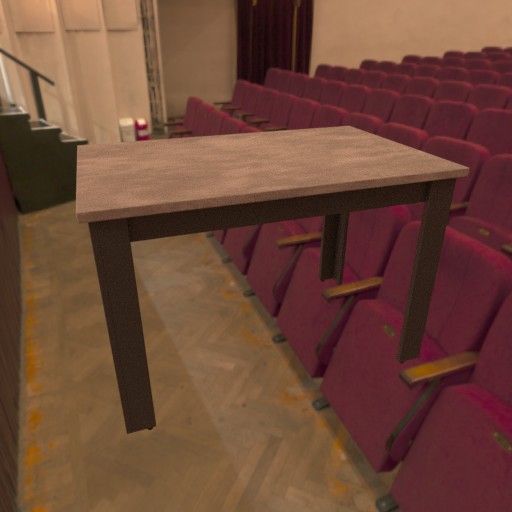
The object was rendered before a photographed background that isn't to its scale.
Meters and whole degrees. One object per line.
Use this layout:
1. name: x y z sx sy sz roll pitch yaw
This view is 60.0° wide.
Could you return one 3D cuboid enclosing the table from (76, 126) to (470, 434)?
1. table: 0.000 0.000 1.611 1.100 0.734 0.700 -9 28 -17
